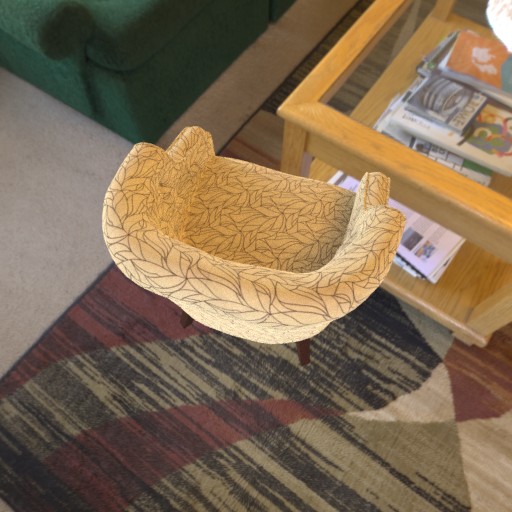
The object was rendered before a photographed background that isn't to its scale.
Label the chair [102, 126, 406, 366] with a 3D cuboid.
[{"bbox_3d":[0.000,0.000,1.289,0.686,0.858,0.613,16,65,8],"label":"chair"}]
